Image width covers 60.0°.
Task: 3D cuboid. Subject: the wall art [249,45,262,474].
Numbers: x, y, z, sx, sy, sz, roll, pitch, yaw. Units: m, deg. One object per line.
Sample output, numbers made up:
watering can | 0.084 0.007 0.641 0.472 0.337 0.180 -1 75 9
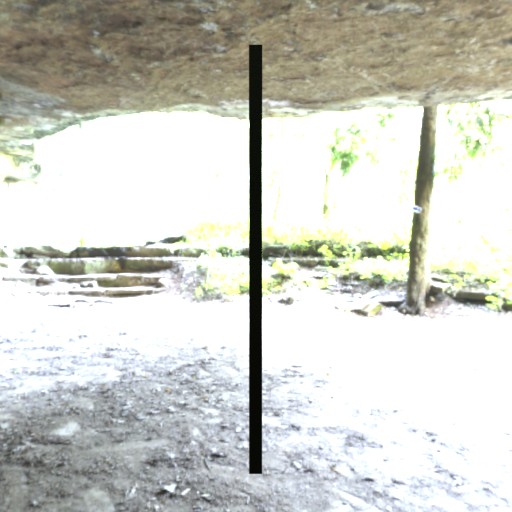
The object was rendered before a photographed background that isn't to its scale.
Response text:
wall art | 0.000 0.000 0.681 0.014 0.445 0.446 0 2 0
